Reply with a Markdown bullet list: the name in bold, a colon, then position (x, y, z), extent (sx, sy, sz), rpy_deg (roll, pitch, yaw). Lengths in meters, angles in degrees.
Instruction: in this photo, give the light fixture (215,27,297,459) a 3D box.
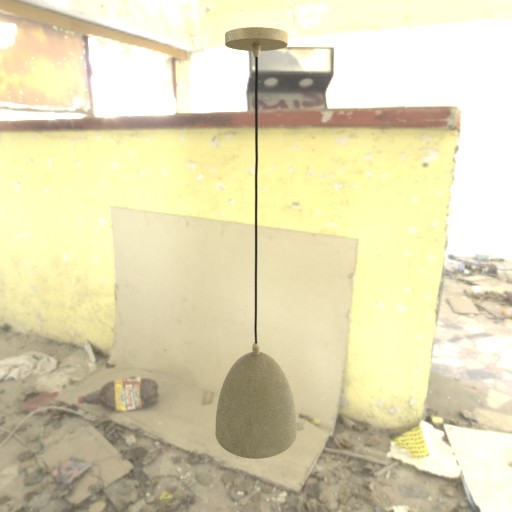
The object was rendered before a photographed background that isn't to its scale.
- **light fixture**: position (0.000, 0.000, 0.833), extent (0.170, 0.759, 0.170), rpy_deg (-14, 21, -43)
